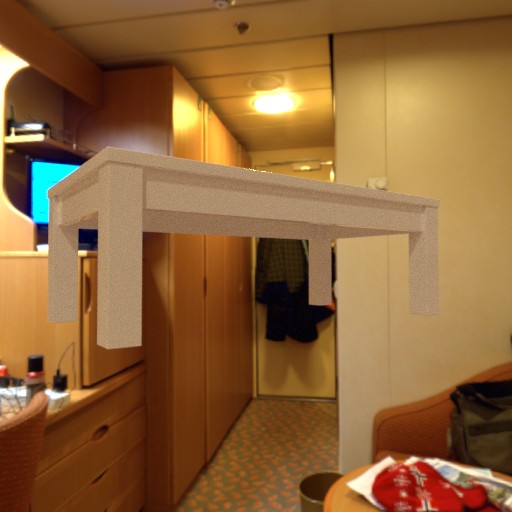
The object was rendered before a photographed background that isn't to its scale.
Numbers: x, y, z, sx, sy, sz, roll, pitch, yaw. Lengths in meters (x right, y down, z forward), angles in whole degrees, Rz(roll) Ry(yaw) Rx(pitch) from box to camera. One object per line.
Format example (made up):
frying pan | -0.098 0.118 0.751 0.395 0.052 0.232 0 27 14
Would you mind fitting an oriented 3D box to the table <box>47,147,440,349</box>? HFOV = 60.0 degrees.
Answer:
table | 0.000 0.000 1.699 1.350 0.470 0.700 1 -2 -36
